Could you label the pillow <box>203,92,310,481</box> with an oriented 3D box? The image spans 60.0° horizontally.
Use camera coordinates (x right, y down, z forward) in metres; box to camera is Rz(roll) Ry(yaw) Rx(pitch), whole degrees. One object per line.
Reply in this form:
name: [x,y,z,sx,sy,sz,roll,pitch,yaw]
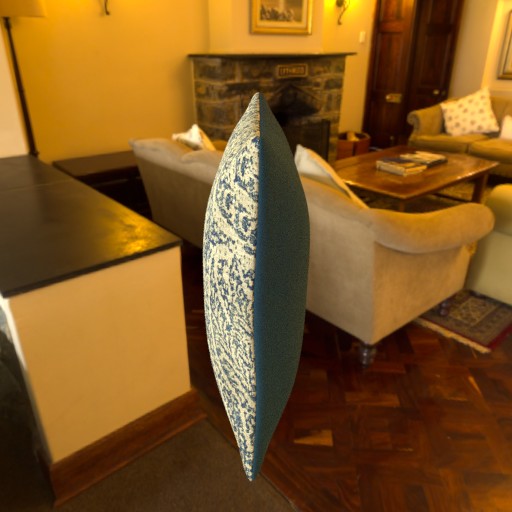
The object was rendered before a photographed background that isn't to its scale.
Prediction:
pillow: [0.000,0.000,0.792,0.166,0.510,0.523,0,25,0]
